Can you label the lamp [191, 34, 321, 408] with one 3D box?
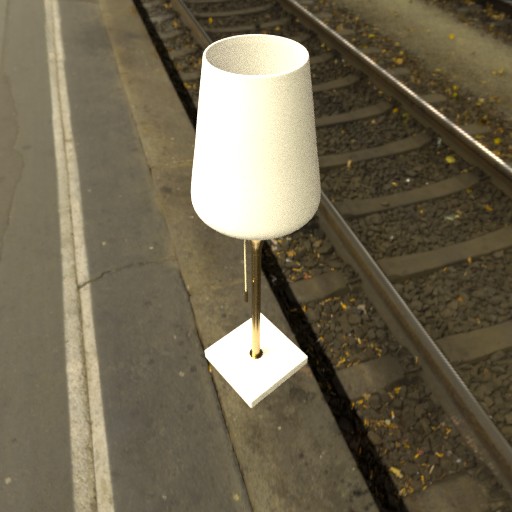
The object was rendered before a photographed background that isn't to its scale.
[{"bbox_3d":[0.000,0.000,0.716,0.181,0.639,0.181,-32,54,-27],"label":"lamp"}]
